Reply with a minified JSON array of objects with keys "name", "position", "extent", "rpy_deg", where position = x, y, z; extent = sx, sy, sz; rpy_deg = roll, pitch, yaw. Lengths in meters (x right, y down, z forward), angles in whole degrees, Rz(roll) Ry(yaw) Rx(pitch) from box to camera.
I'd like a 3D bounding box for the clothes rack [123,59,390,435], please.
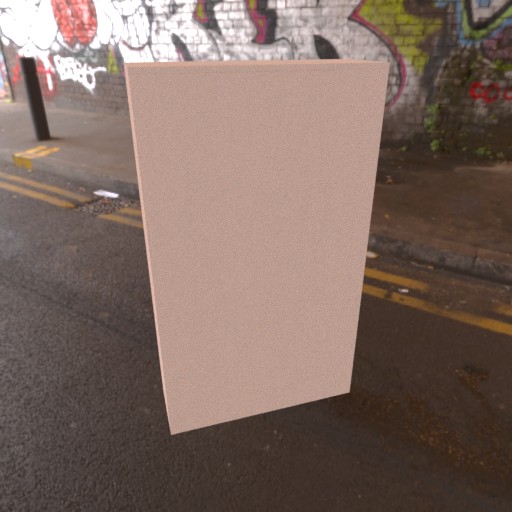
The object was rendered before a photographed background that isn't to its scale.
[{"name":"clothes rack","position":[0.000,0.000,1.597],"extent":[0.750,1.280,0.250],"rpy_deg":[-8,27,-15]}]
